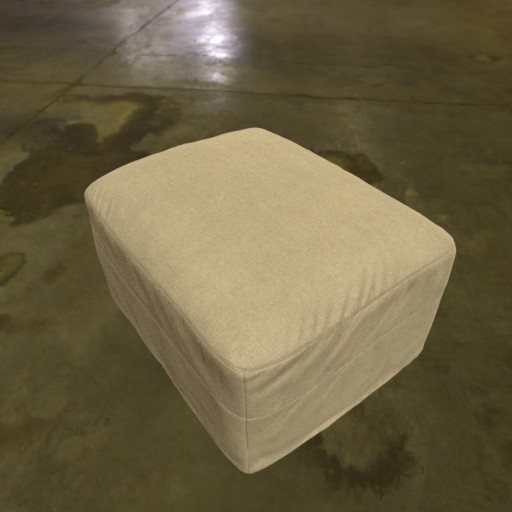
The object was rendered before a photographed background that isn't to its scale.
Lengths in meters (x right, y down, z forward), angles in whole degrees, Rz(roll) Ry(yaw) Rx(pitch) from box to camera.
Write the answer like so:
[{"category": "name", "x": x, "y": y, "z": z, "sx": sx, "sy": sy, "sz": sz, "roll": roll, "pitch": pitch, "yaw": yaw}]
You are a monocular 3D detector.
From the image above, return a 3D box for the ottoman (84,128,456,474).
[{"category": "ottoman", "x": 0.000, "y": 0.000, "z": 1.249, "sx": 0.683, "sy": 0.481, "sz": 0.837, "roll": -26, "pitch": 47, "yaw": -27}]
